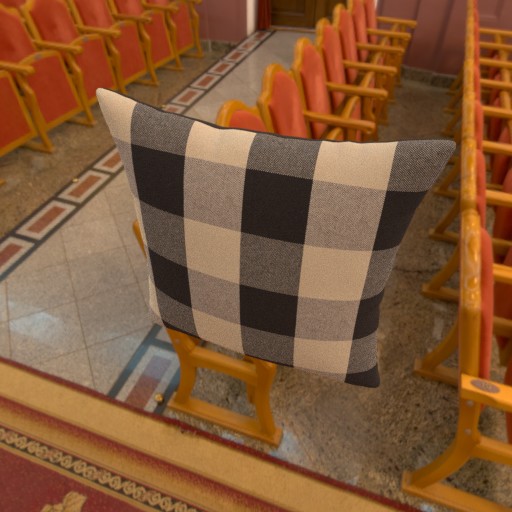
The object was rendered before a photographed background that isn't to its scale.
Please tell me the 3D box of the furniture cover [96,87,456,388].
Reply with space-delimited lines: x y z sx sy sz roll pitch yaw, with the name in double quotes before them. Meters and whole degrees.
"furniture cover" 0.000 0.000 0.758 0.511 0.509 0.161 14 42 16
